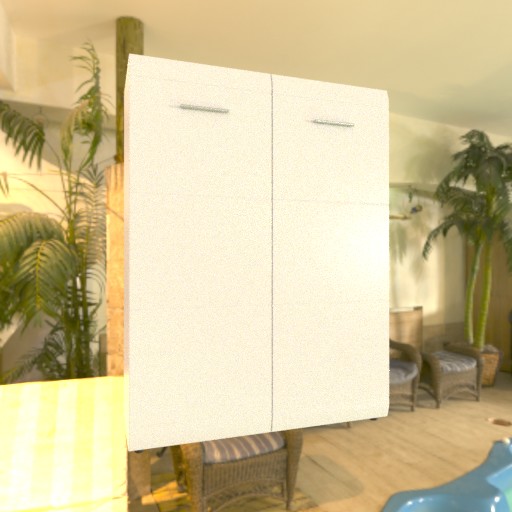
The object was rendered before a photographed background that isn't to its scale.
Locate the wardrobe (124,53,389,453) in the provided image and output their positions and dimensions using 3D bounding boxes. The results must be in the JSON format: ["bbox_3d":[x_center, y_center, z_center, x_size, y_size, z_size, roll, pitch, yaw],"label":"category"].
[{"bbox_3d":[0.000,0.000,1.602,0.900,1.200,0.360,0,0,-19],"label":"wardrobe"}]
